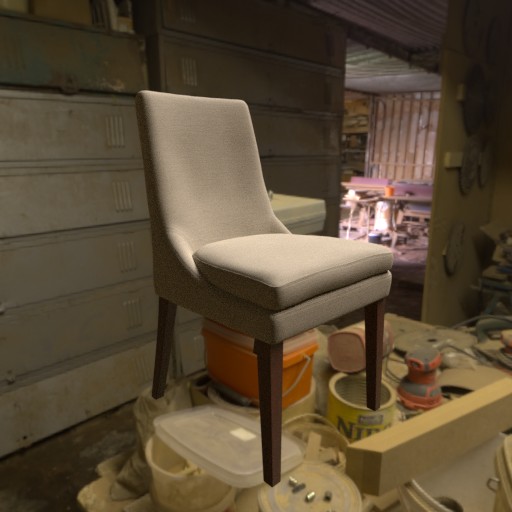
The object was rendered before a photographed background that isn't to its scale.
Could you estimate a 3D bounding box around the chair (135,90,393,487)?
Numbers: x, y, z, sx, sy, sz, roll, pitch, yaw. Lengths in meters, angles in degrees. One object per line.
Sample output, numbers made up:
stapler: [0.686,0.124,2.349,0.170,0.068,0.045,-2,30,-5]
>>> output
chair: [0.000,0.000,1.310,0.515,0.940,0.638,-13,19,-42]
